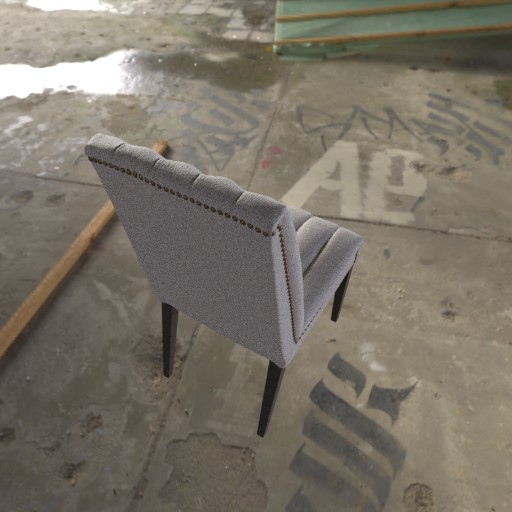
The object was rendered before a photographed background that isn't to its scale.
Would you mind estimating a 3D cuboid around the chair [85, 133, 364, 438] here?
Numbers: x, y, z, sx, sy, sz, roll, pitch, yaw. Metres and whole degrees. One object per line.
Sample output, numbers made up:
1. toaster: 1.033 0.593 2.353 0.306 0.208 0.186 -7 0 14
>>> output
1. chair: 0.000 0.000 1.400 0.511 1.016 0.647 25 51 22
